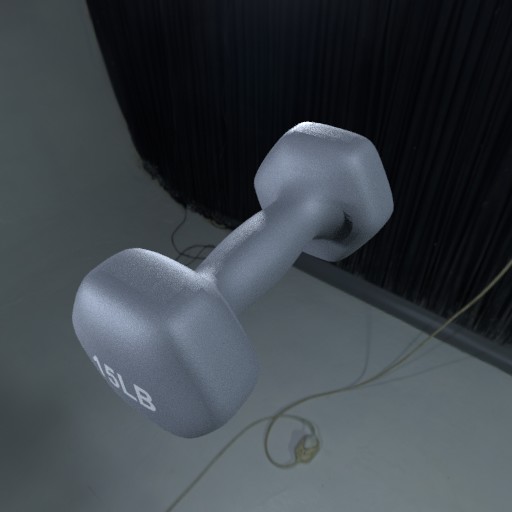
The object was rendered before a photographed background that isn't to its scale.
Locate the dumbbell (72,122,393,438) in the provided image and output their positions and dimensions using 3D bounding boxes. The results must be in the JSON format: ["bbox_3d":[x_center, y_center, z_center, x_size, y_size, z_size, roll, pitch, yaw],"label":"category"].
[{"bbox_3d":[0.000,0.000,0.302,0.116,0.105,0.240,25,48,26],"label":"dumbbell"}]
